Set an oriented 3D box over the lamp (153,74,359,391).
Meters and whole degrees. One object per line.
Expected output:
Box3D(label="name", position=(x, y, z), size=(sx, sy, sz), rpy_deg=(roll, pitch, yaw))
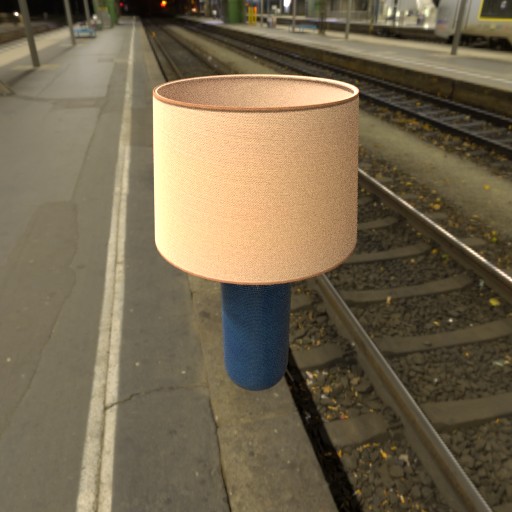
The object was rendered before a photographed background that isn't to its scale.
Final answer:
Box3D(label="lamp", position=(0.000, 0.000, 0.848), size=(0.367, 0.609, 0.367), rpy_deg=(0, 29, 0))
